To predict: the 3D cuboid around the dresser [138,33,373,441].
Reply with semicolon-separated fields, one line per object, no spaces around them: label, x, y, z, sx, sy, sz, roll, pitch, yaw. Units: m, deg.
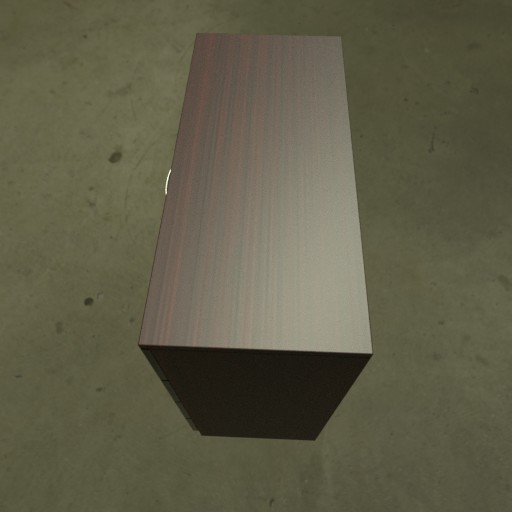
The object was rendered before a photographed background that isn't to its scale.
dresser;0.000;0.000;1.125;0.360;0.720;0.750;2;59;1
